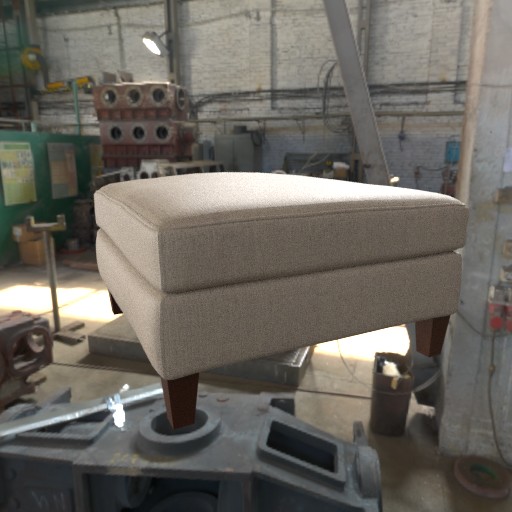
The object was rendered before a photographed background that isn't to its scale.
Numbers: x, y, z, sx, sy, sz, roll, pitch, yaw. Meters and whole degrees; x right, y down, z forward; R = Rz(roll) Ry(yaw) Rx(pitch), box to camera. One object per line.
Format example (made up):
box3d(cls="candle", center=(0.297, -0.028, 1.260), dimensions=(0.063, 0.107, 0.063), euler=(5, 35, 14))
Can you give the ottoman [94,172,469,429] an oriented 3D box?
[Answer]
box3d(cls="ottoman", center=(0.000, 0.000, 1.346), dimensions=(0.838, 0.481, 0.838), euler=(-7, 15, -26))
